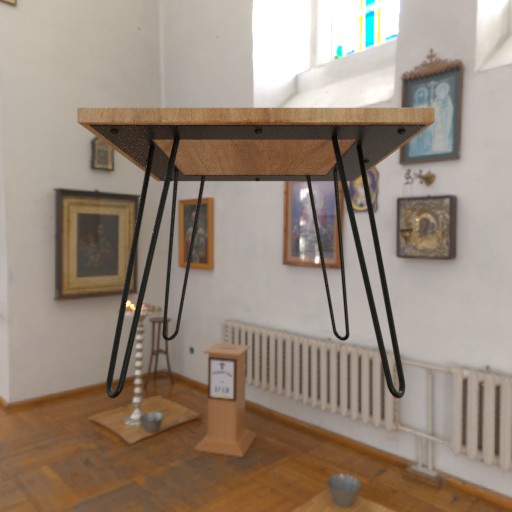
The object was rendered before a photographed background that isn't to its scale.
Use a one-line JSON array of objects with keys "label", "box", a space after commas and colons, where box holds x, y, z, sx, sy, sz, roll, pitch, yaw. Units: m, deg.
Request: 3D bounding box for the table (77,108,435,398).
[{"label": "table", "box": [0.000, 0.000, 1.041, 0.599, 0.500, 0.599, 0, 0, 0]}]
